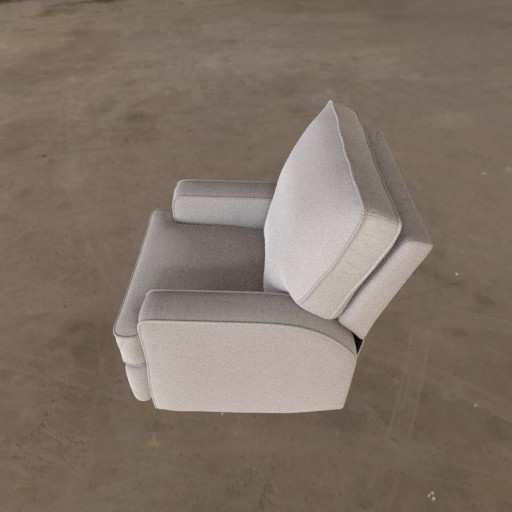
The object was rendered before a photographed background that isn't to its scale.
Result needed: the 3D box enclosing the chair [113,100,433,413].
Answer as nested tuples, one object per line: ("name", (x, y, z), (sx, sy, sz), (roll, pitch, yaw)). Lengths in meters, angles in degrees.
("chair", (0.000, 0.000, 1.709), (0.969, 0.964, 0.861), (1, 41, 1))
